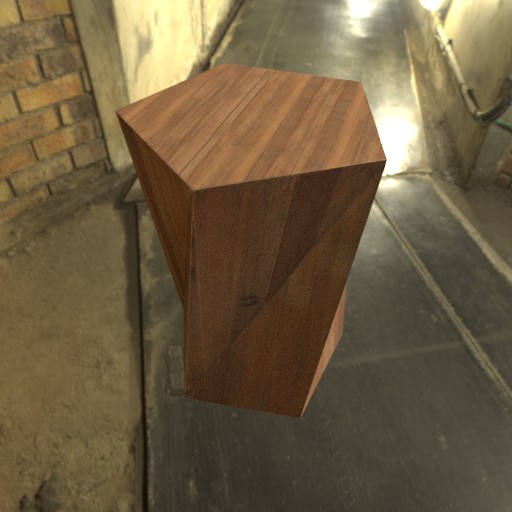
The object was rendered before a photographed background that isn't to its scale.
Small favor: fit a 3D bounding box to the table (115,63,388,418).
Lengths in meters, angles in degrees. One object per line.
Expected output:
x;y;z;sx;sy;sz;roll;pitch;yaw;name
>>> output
0.000;0.000;0.890;0.441;0.604;0.425;30;51;28;table
